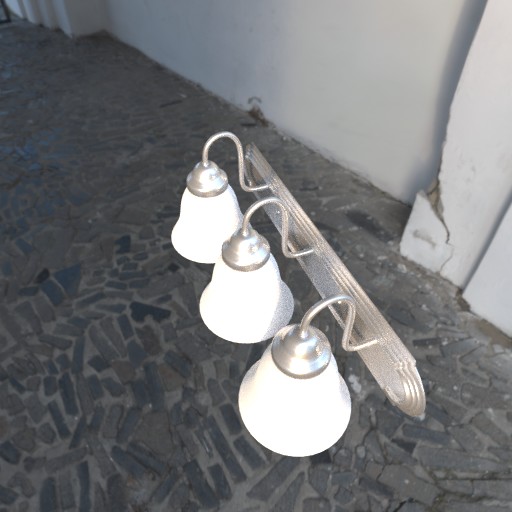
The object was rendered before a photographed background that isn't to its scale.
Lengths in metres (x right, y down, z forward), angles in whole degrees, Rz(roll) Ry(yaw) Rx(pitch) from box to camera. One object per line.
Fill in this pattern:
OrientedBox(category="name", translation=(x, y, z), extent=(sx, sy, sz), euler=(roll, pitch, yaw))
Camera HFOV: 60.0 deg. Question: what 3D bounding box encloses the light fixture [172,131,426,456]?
OrientedBox(category="light fixture", translation=(0.000, 0.000, 0.700), extent=(0.199, 0.222, 0.610), euler=(-16, 48, -15))
